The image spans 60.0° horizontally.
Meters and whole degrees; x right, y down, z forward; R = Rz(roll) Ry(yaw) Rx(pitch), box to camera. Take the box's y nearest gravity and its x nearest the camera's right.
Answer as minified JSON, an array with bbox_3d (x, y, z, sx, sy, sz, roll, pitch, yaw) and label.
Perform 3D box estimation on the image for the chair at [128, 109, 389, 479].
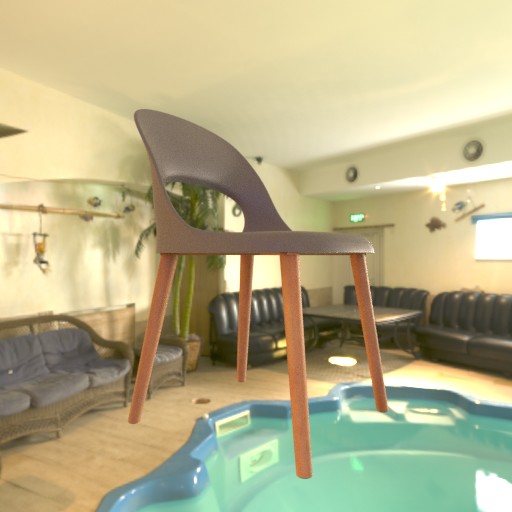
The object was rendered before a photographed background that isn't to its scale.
[{"bbox_3d":[0.000,0.000,1.111,0.556,0.795,0.470,0,0,35],"label":"chair"}]
